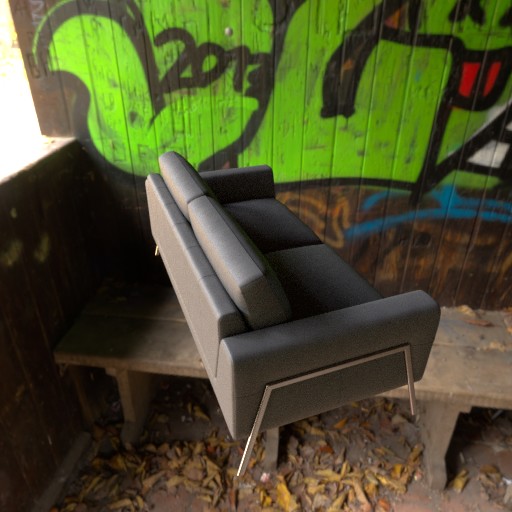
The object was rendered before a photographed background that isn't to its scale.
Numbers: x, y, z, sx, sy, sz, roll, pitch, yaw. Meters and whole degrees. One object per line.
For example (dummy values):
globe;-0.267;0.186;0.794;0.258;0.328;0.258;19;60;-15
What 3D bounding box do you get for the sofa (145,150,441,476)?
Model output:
sofa;0.000;0.000;2.616;0.953;0.875;2.017;-11;32;-18
